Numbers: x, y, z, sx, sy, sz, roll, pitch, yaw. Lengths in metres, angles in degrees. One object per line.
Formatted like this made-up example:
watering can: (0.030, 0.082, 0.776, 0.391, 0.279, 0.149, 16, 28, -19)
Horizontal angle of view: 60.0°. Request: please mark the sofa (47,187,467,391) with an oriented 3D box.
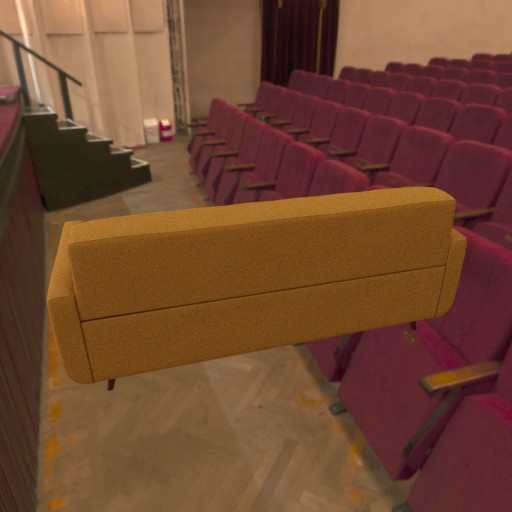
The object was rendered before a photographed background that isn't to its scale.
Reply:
sofa: (0.000, 0.000, 2.483, 2.029, 0.841, 0.909, -8, 28, -15)
